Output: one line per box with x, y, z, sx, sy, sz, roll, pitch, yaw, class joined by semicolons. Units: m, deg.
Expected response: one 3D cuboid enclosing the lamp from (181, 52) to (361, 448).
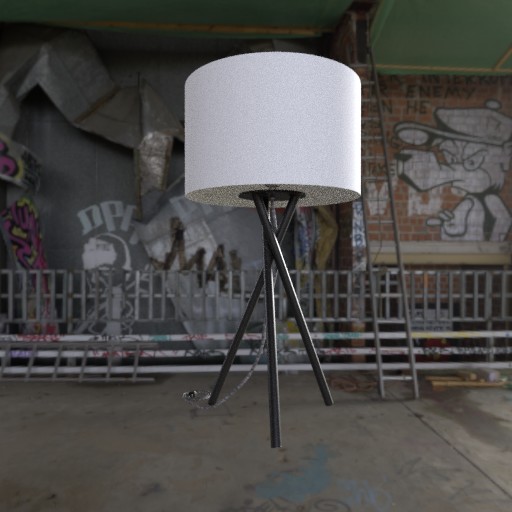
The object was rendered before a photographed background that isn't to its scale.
0.000;0.000;0.918;0.422;0.674;0.353;0;0;17;lamp
